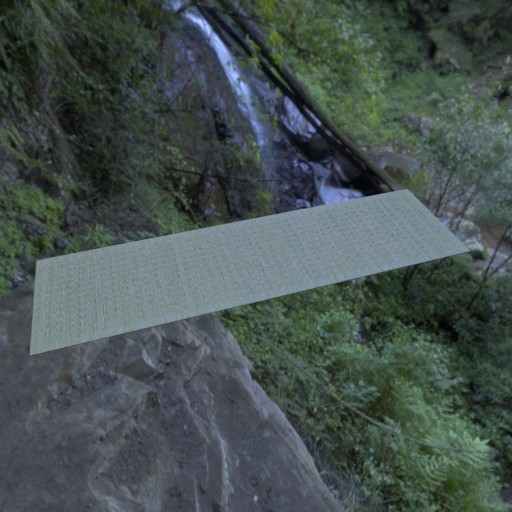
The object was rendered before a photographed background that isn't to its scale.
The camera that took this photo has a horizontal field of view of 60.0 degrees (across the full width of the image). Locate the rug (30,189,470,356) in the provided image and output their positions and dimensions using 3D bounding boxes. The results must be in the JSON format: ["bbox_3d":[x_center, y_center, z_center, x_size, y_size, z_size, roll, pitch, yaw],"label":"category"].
[{"bbox_3d":[0.000,0.000,2.587,2.437,0.006,0.686,-12,44,-13],"label":"rug"}]
